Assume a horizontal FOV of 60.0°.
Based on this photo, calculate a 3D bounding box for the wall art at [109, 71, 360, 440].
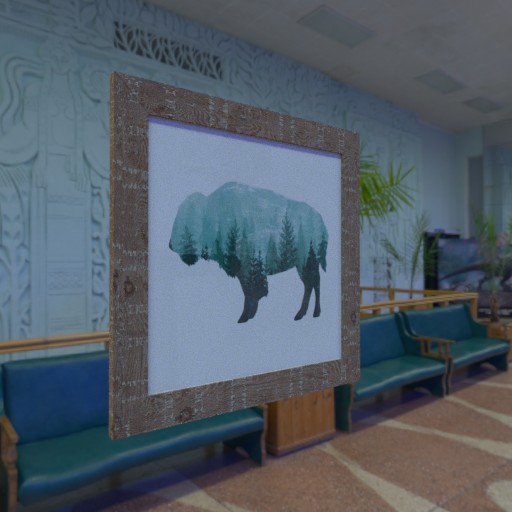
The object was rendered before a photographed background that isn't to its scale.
[{"bbox_3d":[0.000,0.000,0.577,0.380,0.380,0.022,0,-1,-36],"label":"wall art"}]
